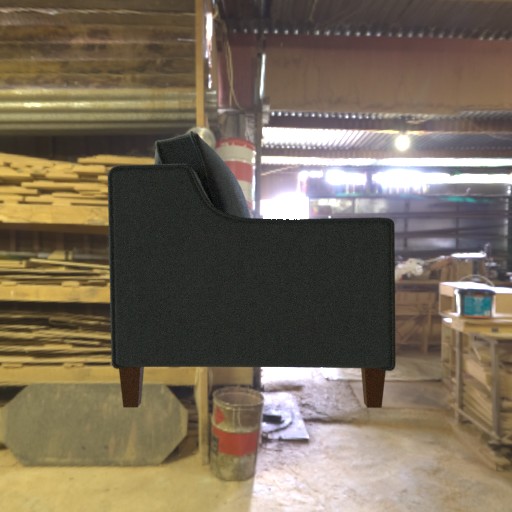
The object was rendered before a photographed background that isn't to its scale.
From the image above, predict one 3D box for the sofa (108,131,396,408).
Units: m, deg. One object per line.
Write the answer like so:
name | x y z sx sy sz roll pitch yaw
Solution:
sofa | 0.000 0.000 2.690 1.066 1.071 2.178 0 2 0
